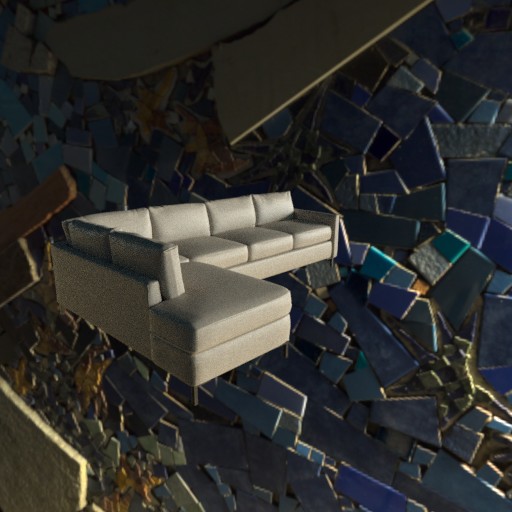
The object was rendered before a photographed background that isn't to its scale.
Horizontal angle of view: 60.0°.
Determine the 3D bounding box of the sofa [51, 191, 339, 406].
[{"bbox_3d":[0.000,0.000,3.302,1.617,0.703,2.423,14,20,43],"label":"sofa"}]
